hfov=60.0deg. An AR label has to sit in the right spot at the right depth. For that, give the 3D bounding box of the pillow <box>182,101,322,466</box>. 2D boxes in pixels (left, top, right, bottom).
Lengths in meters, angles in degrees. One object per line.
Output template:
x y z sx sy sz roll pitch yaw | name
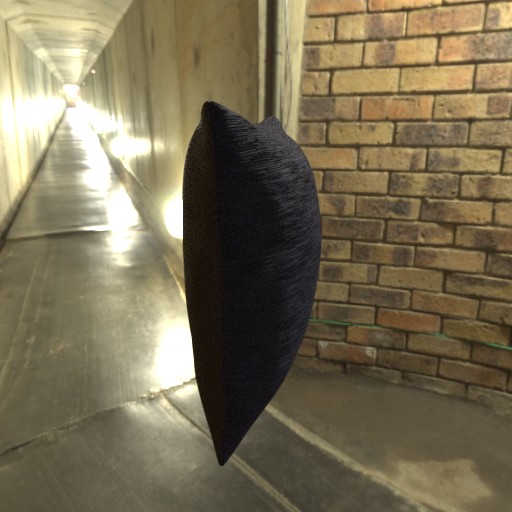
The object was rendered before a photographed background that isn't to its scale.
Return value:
0.000 0.000 0.702 0.204 0.439 0.452 3 16 10 | pillow
